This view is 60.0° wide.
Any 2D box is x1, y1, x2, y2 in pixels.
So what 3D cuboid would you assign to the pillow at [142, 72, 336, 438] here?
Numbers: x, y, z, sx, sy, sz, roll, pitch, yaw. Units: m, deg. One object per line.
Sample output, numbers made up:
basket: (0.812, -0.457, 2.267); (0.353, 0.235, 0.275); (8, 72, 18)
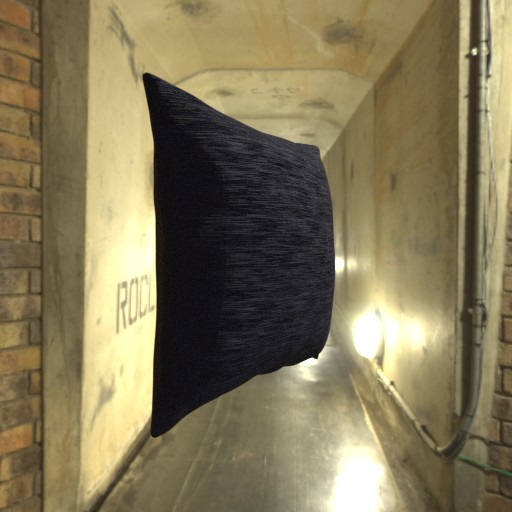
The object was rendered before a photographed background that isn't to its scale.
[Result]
pillow: (0.000, 0.000, 0.706); (0.204, 0.439, 0.452); (1, 1, 35)
